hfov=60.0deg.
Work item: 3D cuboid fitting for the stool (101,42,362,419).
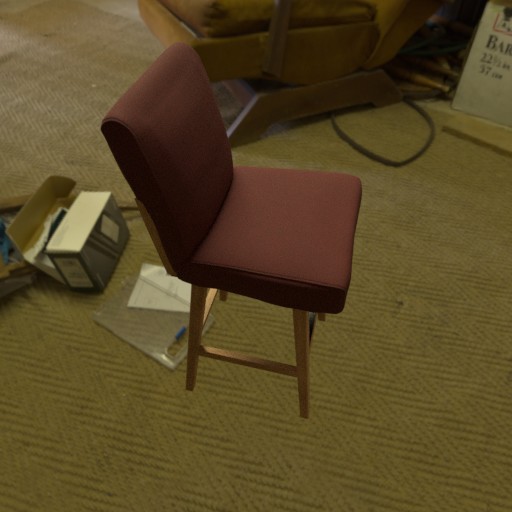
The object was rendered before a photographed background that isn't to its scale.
[{"bbox_3d":[0.000,0.000,1.359,0.562,1.093,0.468,10,48,9],"label":"stool"}]
